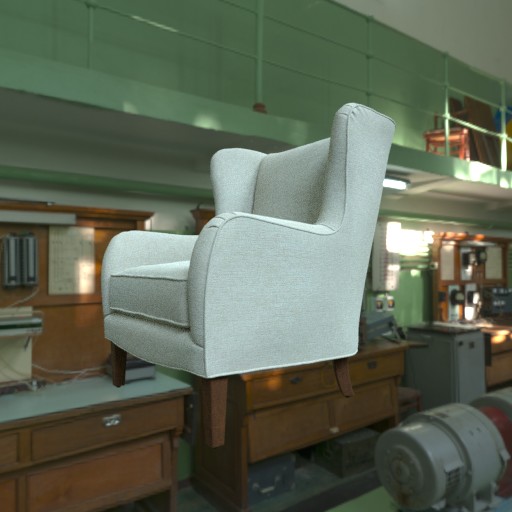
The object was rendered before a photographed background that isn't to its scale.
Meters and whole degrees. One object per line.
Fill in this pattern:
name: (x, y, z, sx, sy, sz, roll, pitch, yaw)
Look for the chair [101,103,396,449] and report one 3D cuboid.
chair: (0.000, 0.000, 1.729, 0.966, 1.040, 0.838, 1, -1, -37)
